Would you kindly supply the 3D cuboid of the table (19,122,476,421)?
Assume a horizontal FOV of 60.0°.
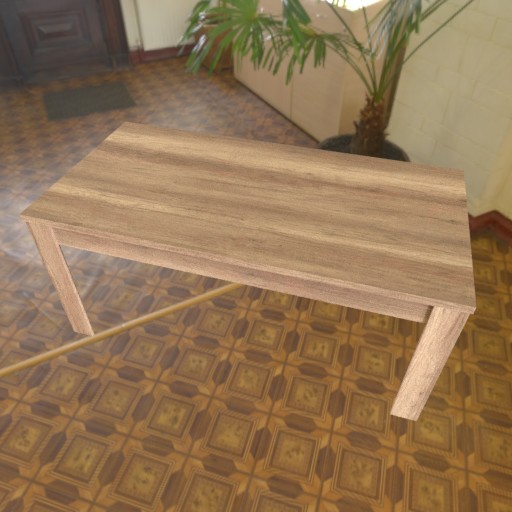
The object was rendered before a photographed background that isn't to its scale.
[{"bbox_3d":[0.000,0.000,2.250,1.800,0.790,0.900,11,44,12],"label":"table"}]
